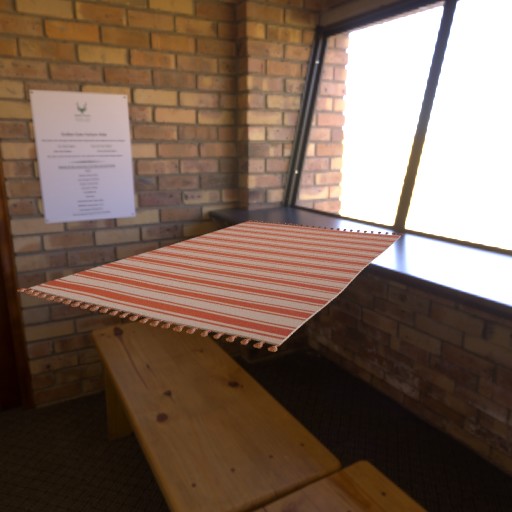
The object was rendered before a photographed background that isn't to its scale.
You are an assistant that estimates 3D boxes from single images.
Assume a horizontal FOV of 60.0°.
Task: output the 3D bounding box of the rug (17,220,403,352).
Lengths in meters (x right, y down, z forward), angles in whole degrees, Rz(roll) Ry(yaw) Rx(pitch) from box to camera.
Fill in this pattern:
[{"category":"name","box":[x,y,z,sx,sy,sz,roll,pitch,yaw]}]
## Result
[{"category":"rug","box":[0.000,0.000,2.508,1.232,0.017,2.092,7,16,27]}]
